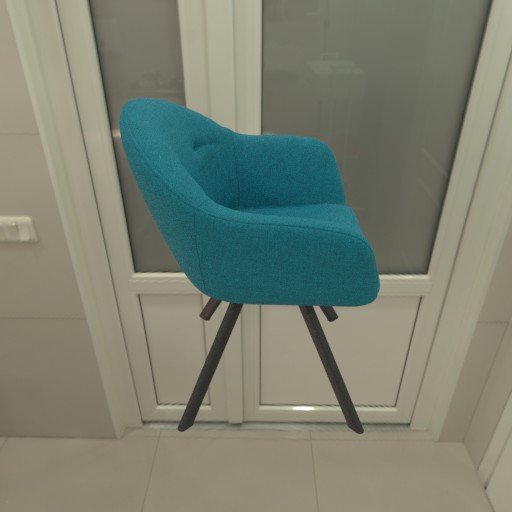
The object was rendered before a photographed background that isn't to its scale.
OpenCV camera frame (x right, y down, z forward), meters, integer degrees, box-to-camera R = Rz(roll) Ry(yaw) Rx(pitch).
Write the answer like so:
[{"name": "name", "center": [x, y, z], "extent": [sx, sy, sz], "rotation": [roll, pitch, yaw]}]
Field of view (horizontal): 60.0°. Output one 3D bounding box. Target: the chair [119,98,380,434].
[{"name": "chair", "center": [0.000, 0.000, 1.144], "extent": [0.565, 0.775, 0.545], "rotation": [0, 31, 1]}]
